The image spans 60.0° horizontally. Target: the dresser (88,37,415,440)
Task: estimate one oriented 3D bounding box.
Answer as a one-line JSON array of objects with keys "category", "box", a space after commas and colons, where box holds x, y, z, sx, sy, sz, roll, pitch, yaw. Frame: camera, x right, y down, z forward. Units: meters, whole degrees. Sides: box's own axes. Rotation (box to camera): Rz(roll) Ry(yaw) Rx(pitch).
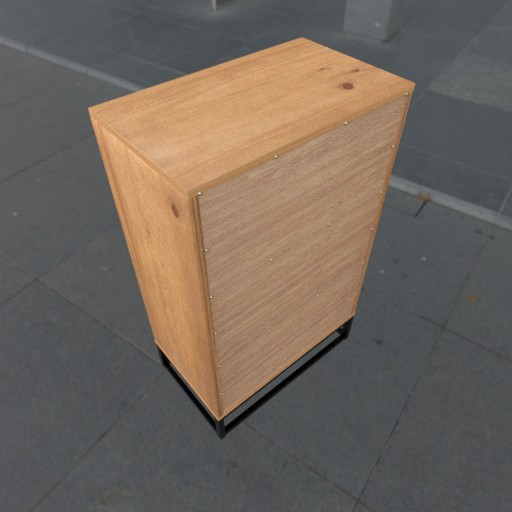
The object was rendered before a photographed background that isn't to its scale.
[{"category": "dresser", "box": [0.000, 0.000, 1.624, 0.761, 1.240, 0.479, -31, 53, -27]}]
